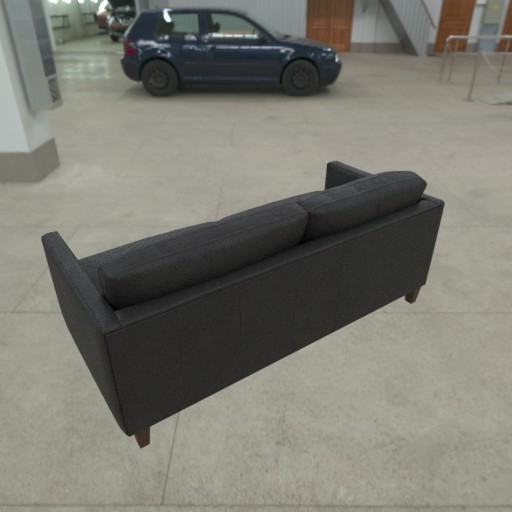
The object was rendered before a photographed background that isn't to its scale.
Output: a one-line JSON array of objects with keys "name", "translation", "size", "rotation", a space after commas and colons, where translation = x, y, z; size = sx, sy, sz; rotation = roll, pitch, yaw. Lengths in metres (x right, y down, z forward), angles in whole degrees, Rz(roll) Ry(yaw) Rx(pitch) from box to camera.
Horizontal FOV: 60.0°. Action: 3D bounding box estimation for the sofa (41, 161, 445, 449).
[{"name": "sofa", "translation": [0.000, 0.000, 2.436], "size": [1.971, 0.863, 0.933], "rotation": [-20, 35, -30]}]
